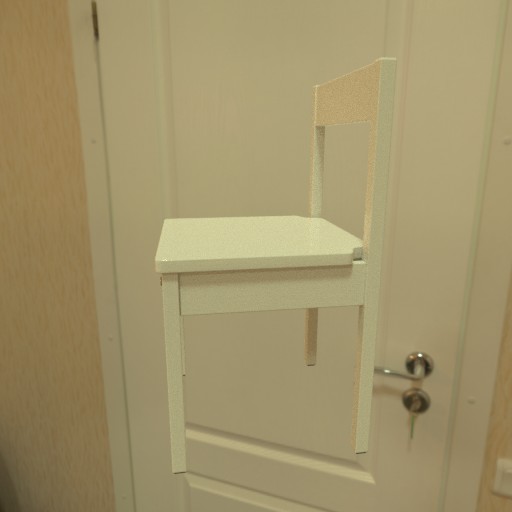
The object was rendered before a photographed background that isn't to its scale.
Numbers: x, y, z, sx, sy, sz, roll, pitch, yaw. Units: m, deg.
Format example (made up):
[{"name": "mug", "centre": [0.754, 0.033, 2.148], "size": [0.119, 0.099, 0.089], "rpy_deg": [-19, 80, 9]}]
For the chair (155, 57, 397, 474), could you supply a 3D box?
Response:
[{"name": "chair", "centre": [0.000, 0.000, 0.866], "size": [0.361, 0.668, 0.367], "rpy_deg": [-2, 15, -9]}]
